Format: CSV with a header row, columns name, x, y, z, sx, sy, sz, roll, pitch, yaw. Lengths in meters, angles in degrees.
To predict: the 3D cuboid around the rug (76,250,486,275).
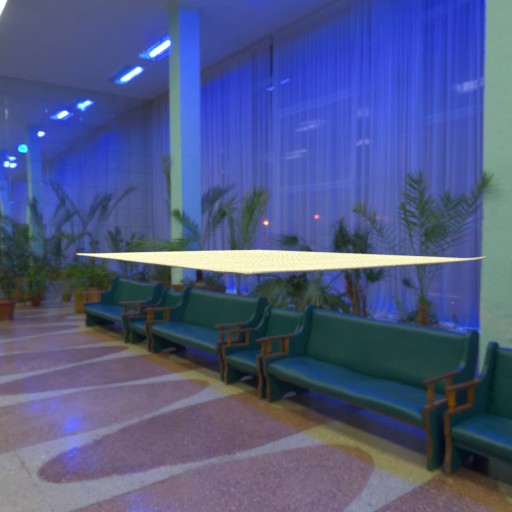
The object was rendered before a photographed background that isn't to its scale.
name,x,y,z,sx,sy,sz,roll,pitch,yaw
rug,0.000,0.000,3.884,2.277,0.035,2.897,-2,3,-37
